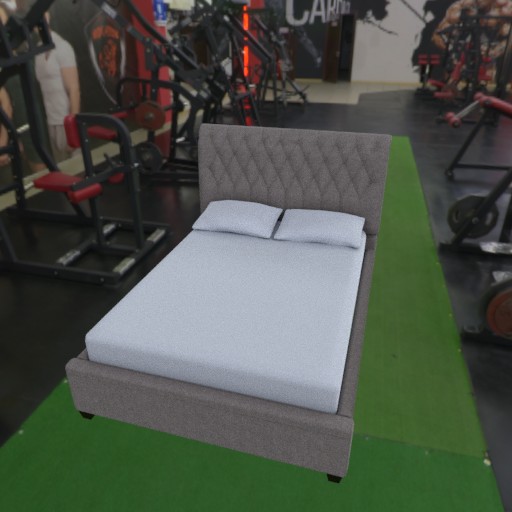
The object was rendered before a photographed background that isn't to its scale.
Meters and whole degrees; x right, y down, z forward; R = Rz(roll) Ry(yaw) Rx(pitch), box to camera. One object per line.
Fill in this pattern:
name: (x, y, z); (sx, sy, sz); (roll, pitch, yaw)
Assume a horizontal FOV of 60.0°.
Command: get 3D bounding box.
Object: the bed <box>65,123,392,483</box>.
bed: (0.000, 0.000, 3.162); (1.645, 1.371, 2.252); (8, 28, 15)
